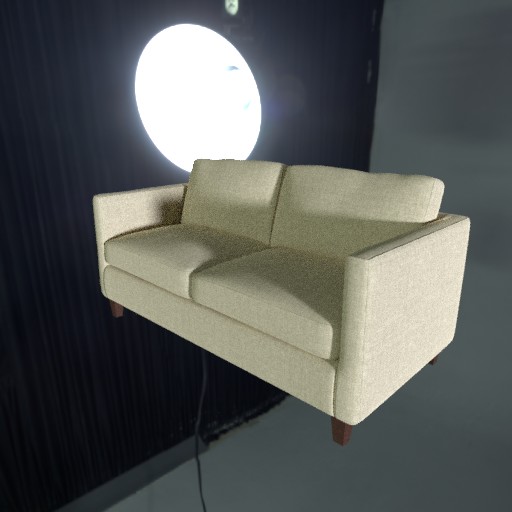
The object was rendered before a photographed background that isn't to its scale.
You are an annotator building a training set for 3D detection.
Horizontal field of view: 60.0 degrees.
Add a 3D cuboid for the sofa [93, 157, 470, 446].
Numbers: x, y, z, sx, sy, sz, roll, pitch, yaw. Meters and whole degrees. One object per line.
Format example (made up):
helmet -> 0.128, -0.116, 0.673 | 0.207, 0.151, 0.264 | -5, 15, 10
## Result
sofa -> 0.000, 0.000, 2.410 | 1.884, 0.963, 0.950 | 16, 23, 41
